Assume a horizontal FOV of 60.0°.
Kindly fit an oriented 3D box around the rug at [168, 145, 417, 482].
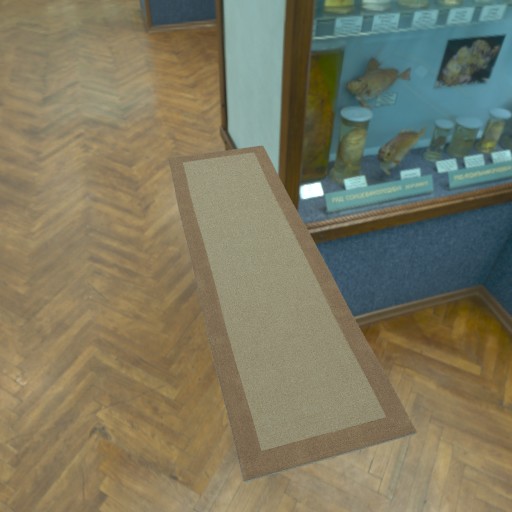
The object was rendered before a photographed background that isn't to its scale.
[{"bbox_3d":[0.000,0.000,2.644,0.767,0.012,2.430,-11,45,-11],"label":"rug"}]
